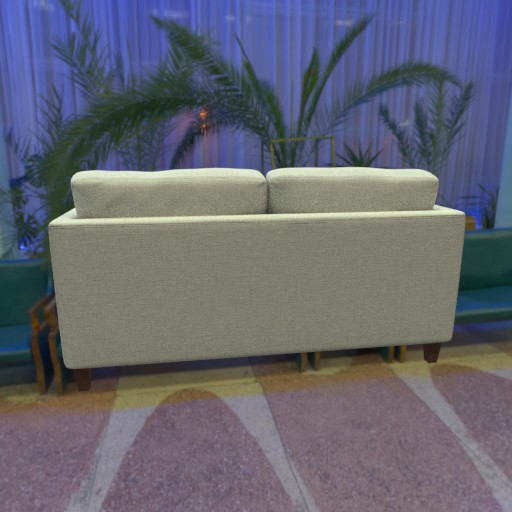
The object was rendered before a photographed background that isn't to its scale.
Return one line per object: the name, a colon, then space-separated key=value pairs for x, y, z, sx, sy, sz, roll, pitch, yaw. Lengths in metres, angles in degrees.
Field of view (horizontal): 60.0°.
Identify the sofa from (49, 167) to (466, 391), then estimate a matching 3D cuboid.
sofa: x=0.000 y=0.000 z=2.402 sx=1.838 sy=0.963 sz=0.950 roll=-2 pitch=14 yaw=-9
